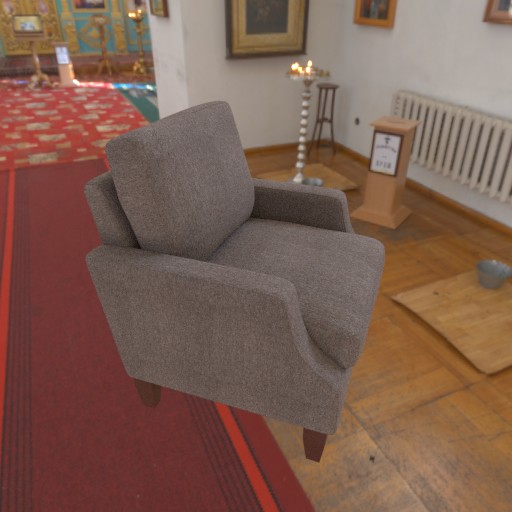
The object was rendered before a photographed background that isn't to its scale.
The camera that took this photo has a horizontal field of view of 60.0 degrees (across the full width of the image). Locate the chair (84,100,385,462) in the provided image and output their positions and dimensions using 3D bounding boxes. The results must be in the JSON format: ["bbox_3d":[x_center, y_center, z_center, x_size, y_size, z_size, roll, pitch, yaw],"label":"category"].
[{"bbox_3d":[0.000,0.000,1.644,0.897,0.993,0.855,11,31,18],"label":"chair"}]
